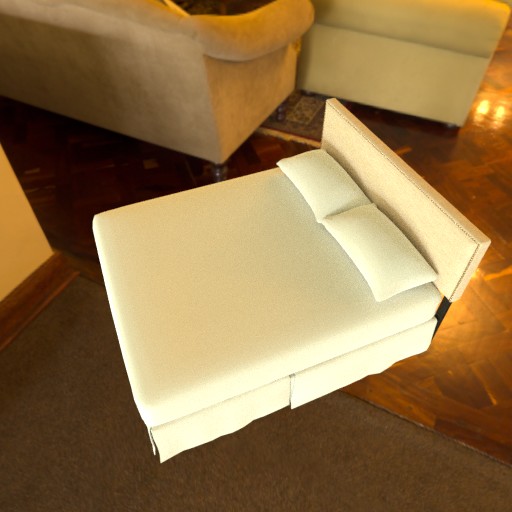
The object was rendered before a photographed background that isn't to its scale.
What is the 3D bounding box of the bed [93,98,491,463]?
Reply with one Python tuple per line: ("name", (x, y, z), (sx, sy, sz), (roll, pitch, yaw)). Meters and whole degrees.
("bed", (0.000, 0.000, 2.815), (1.876, 1.016, 1.616), (-17, 49, -15))
